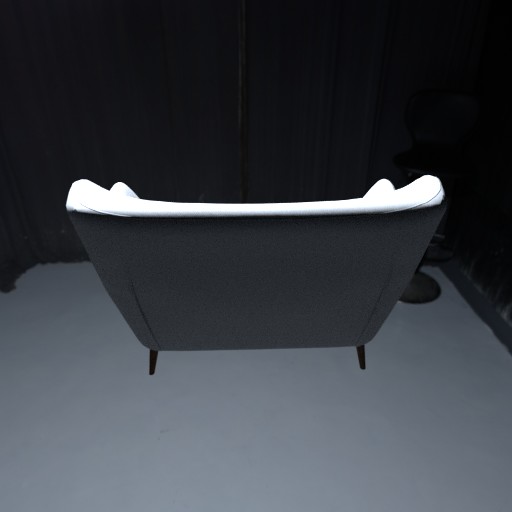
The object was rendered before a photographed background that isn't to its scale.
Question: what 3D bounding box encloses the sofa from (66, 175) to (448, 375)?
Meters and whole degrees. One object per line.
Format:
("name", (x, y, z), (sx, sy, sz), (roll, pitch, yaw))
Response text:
("sofa", (0.000, 0.000, 1.978), (1.424, 0.878, 0.921), (-1, 30, -2))
